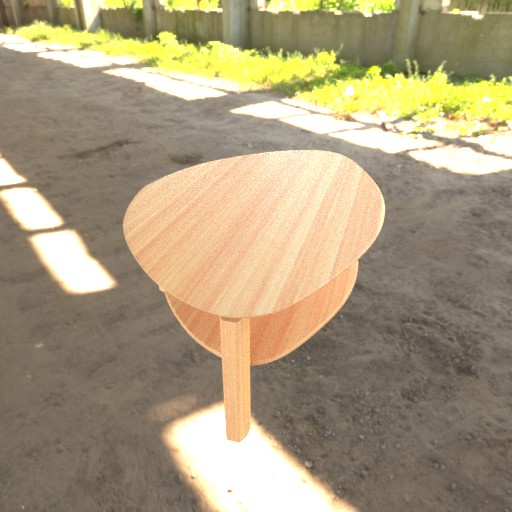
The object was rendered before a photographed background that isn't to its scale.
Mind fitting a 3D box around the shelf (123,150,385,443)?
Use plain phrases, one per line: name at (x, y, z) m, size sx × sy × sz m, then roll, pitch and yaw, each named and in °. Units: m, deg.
shelf at (0.000, 0.000, 1.609) m, size 0.845 × 0.440 × 1.246 m, roll 9°, pitch 31°, yaw 15°
